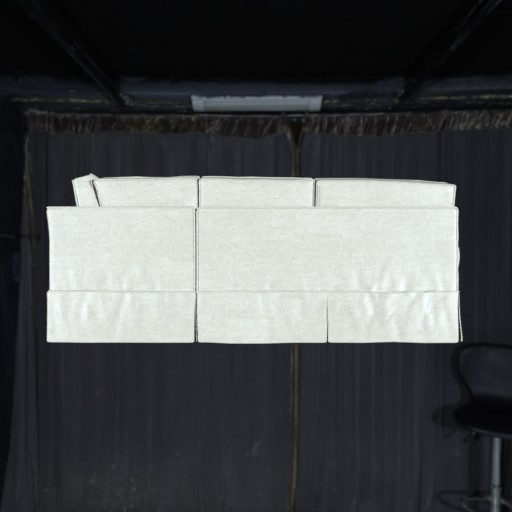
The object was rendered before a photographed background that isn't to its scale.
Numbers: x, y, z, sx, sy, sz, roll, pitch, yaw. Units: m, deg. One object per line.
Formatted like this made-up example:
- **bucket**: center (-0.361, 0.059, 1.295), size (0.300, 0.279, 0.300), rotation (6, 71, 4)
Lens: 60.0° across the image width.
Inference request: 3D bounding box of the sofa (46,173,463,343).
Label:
- **sofa**: center (0.000, 0.000, 4.040), size (2.618, 1.081, 2.623), rotation (0, 0, 0)
